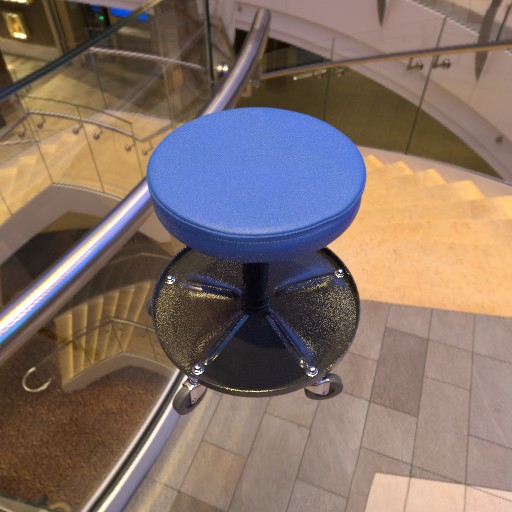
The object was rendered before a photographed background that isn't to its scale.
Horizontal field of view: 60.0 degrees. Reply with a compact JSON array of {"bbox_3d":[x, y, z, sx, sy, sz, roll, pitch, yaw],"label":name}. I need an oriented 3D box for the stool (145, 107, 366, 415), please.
[{"bbox_3d":[0.000,0.000,0.687,0.381,0.365,0.382,-19,50,-17],"label":"stool"}]
